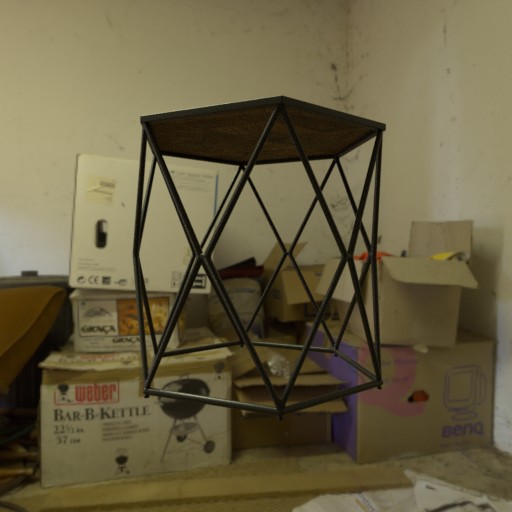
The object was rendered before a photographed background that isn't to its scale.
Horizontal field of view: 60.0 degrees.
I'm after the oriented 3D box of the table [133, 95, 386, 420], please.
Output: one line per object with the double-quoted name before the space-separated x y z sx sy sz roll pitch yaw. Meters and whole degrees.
"table" 0.000 0.000 1.058 0.578 0.564 0.579 -1 1 -37
